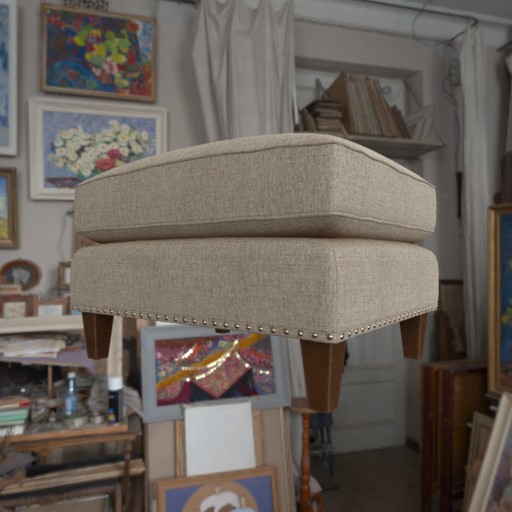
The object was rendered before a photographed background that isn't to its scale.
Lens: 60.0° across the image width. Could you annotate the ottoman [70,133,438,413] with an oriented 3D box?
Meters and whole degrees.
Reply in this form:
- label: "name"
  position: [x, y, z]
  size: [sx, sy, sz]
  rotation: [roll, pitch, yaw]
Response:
- label: "ottoman"
  position: [0.000, 0.000, 1.119]
  size: [0.741, 0.513, 0.584]
  rotation: [0, 0, 37]
